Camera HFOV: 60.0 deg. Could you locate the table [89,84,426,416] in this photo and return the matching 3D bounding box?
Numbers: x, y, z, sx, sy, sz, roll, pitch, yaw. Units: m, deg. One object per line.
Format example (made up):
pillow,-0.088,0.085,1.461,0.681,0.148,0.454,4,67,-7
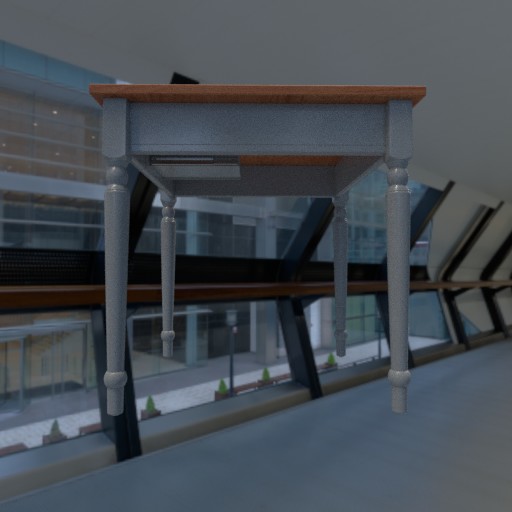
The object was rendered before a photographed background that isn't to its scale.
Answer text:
table,0.000,0.000,1.344,0.747,0.738,0.747,0,-2,-1
